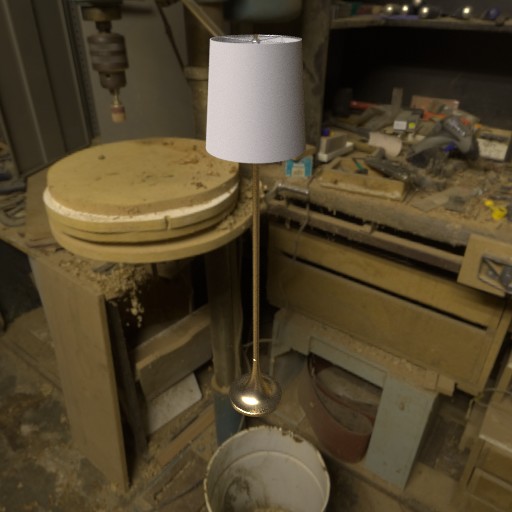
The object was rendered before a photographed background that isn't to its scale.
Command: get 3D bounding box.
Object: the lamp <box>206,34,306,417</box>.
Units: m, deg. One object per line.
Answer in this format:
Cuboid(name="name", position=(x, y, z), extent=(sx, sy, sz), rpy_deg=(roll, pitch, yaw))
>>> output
Cuboid(name="lamp", position=(0.000, 0.000, 1.722), extent=(0.337, 1.543, 0.337), rpy_deg=(0, 31, 0))
